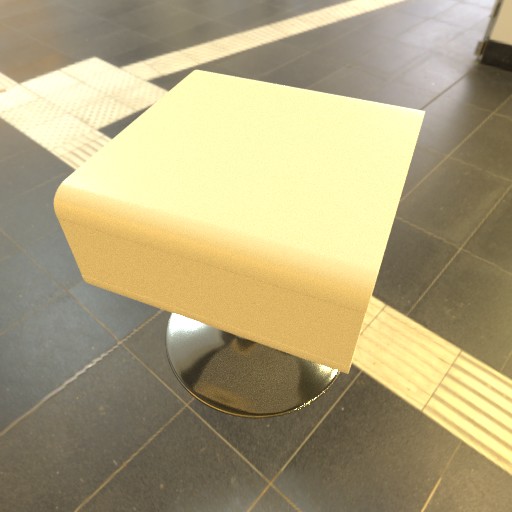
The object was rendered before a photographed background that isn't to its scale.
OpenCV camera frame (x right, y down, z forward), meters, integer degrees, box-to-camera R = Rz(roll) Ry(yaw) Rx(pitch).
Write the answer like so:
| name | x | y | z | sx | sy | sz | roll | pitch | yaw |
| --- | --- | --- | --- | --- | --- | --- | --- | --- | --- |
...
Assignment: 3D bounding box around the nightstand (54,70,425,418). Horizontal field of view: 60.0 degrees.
| name | x | y | z | sx | sy | sz | roll | pitch | yaw |
| --- | --- | --- | --- | --- | --- | --- | --- | --- | --- |
| nightstand | 0.000 | 0.000 | 0.764 | 0.404 | 0.447 | 0.399 | 16 | 48 | 15 |
